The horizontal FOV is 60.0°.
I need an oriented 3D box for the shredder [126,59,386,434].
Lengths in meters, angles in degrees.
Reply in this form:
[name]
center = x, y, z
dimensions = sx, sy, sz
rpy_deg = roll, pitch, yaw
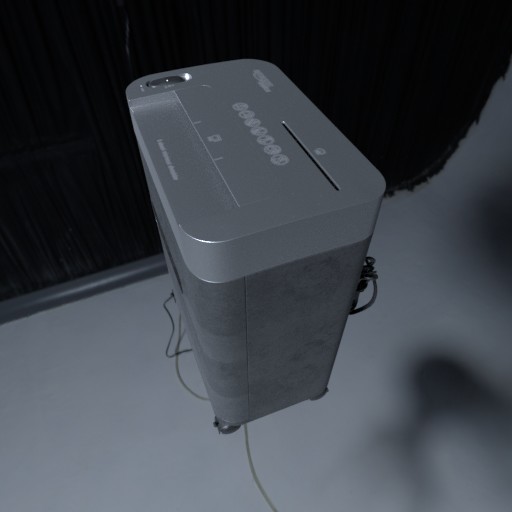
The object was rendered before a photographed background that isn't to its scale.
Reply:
[shredder]
center = 0.000, 0.000, 0.622
dimensions = 0.237, 0.419, 0.311
rpy_deg = -16, 49, -15
